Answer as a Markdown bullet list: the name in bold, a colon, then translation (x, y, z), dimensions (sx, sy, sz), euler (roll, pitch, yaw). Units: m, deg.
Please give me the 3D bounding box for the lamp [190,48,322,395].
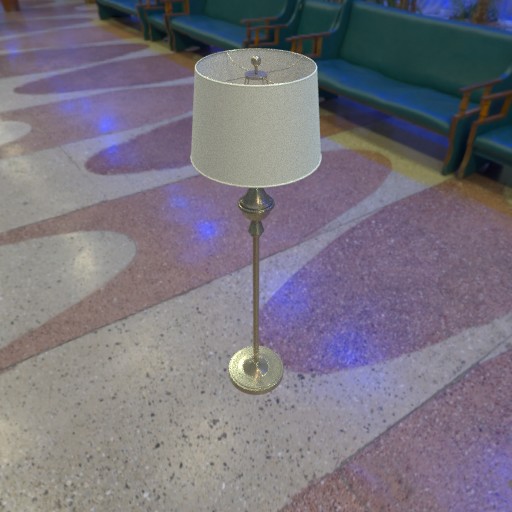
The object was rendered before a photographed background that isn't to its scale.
- **lamp**: translation (0.000, 0.000, 1.742), dimensions (0.431, 1.488, 0.431), euler (0, 39, 0)
